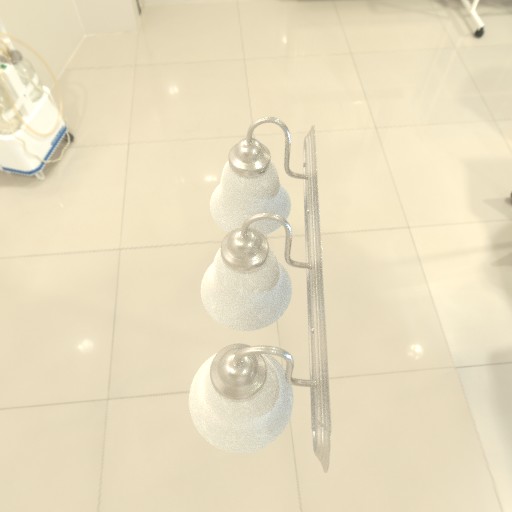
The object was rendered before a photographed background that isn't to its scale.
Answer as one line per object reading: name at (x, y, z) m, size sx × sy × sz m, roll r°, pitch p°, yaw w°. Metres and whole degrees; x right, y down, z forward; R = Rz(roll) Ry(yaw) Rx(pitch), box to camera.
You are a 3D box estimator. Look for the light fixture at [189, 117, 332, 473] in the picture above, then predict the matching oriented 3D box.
light fixture at (0.000, 0.000, 0.703) m, size 0.199 × 0.222 × 0.610 m, roll 1°, pitch 58°, yaw 1°
